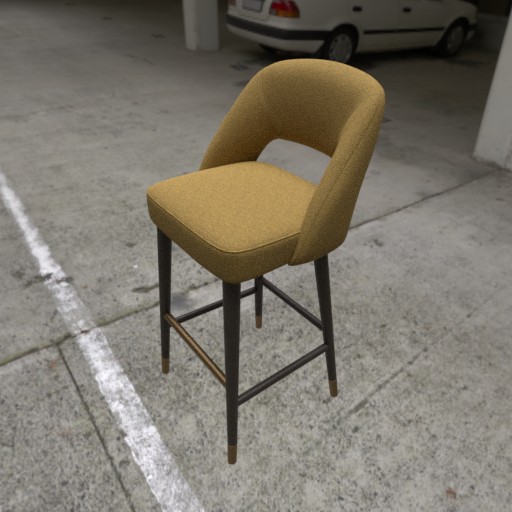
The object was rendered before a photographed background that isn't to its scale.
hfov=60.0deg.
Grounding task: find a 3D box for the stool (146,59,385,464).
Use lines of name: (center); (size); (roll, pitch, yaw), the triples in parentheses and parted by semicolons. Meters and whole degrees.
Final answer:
stool: (0.000, 0.000, 1.316); (0.522, 1.032, 0.536); (-21, 38, -30)
